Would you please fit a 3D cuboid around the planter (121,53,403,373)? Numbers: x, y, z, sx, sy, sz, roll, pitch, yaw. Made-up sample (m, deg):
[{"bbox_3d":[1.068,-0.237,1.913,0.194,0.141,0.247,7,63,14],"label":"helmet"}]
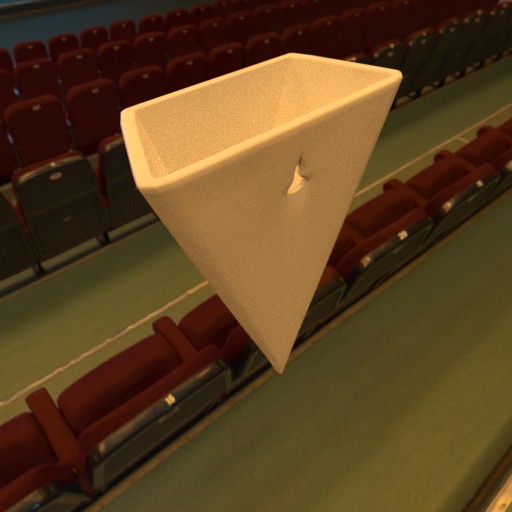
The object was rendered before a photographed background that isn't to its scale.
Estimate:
[{"bbox_3d":[0.000,0.000,0.267,0.150,0.197,0.060,-32,52,-28],"label":"planter"}]
